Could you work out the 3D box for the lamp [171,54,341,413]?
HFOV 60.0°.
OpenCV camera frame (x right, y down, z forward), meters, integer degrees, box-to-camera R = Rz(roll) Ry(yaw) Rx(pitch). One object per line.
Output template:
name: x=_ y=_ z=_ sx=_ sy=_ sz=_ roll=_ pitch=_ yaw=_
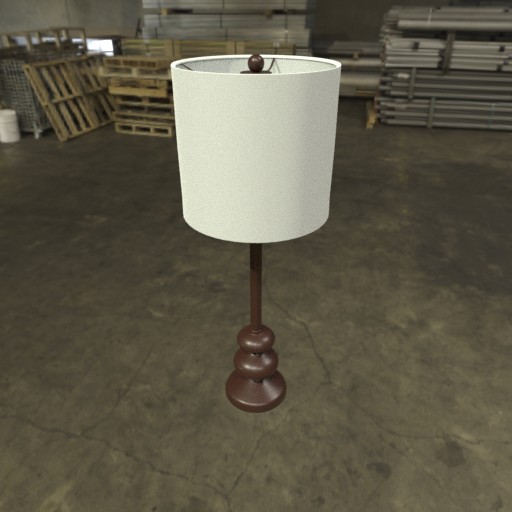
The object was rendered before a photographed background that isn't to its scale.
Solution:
lamp: x=0.000 y=0.000 z=0.829 sx=0.254 sy=0.690 sz=0.254 roll=8 pitch=30 yaw=13
